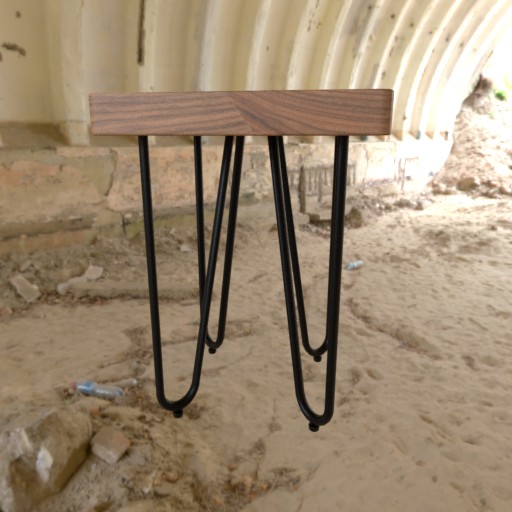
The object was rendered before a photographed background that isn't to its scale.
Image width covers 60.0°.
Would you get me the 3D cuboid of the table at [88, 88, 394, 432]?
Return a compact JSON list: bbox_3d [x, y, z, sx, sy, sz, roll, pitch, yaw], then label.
[{"bbox_3d":[0.000,0.000,0.976,0.480,0.641,0.479,2,15,9],"label":"table"}]
